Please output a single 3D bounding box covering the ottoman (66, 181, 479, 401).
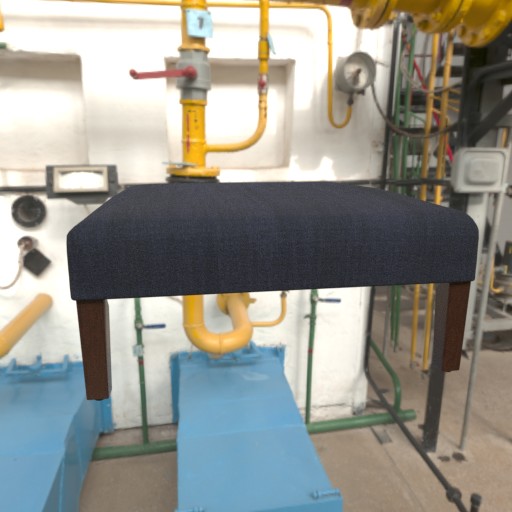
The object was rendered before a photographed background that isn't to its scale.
[{"bbox_3d":[0.000,0.000,1.379,0.889,0.411,0.890,-2,14,-9],"label":"ottoman"}]
